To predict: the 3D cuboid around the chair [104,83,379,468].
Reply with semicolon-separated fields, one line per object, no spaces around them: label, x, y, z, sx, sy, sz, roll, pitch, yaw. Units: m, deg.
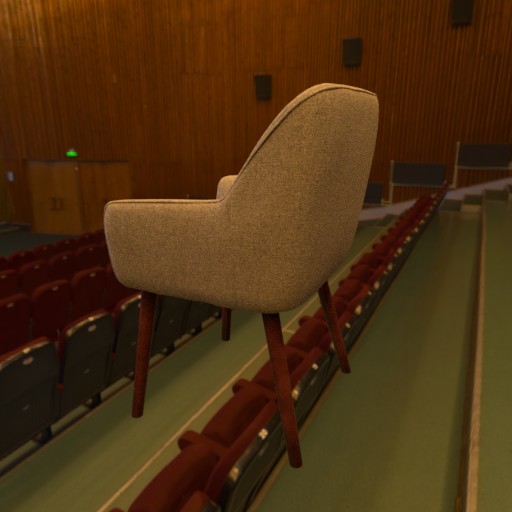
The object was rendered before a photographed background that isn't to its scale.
chair;0.000;0.000;1.148;0.519;0.803;0.543;8;19;25
